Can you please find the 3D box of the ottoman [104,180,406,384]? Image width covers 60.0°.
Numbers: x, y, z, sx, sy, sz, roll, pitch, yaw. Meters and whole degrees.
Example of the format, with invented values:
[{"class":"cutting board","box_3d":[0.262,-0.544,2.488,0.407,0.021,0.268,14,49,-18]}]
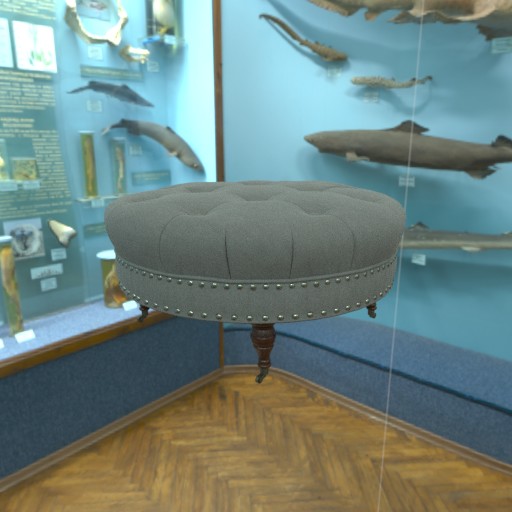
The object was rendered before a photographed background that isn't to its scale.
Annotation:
[{"class":"ottoman","box_3d":[0.000,0.000,1.409,0.901,0.439,0.901,0,15,0]}]
